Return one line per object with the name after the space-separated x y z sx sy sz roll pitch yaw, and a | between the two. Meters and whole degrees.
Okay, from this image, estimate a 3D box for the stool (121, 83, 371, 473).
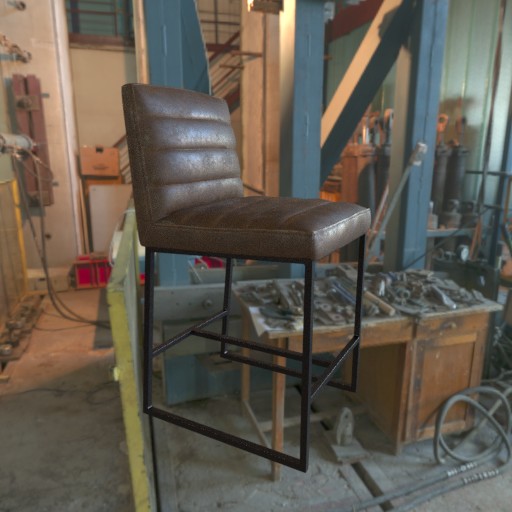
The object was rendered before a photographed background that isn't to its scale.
0.000 0.000 1.283 0.562 0.942 0.463 7 15 28 | stool
